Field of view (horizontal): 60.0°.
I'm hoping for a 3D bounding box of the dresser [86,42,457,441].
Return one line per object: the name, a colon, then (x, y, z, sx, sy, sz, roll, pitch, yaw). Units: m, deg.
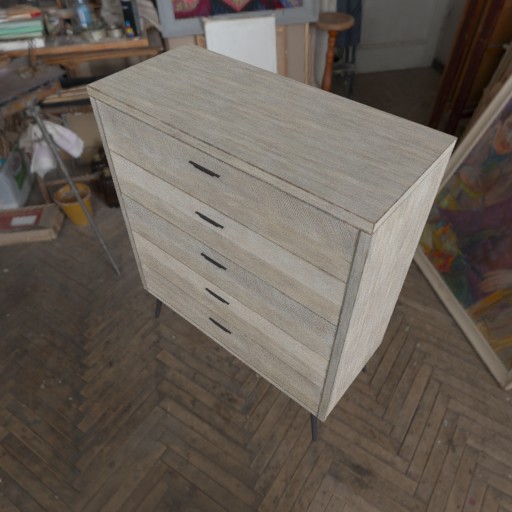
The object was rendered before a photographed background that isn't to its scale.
dresser: (0.000, 0.000, 1.718, 1.016, 1.219, 0.457, 31, 54, 26)
